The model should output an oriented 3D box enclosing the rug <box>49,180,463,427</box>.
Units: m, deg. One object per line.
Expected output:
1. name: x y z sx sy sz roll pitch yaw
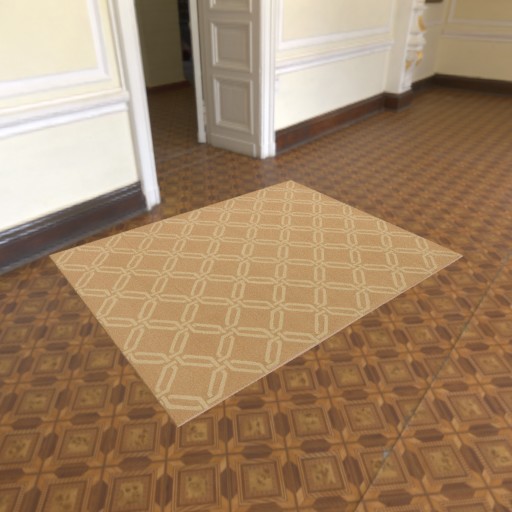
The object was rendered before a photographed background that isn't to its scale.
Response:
1. rug: 0.000 0.000 3.941 2.895 0.018 2.288 -22 38 -32
